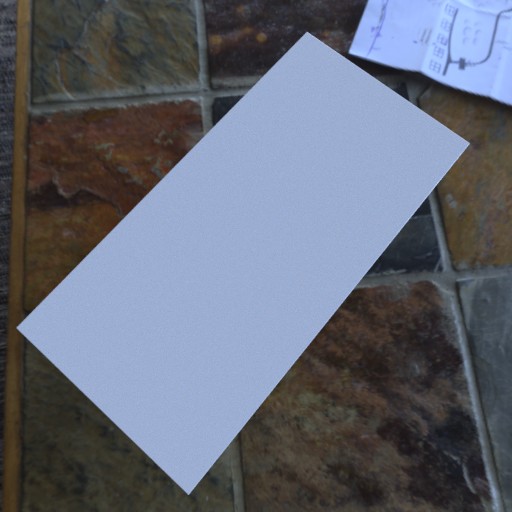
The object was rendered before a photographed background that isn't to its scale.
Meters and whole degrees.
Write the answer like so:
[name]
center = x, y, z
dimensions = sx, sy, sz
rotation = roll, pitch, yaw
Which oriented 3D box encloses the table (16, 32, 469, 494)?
[table]
center = 0.000, 0.000, 1.218
dimensions = 0.500, 0.440, 1.000
rotation = 39, 78, 10
